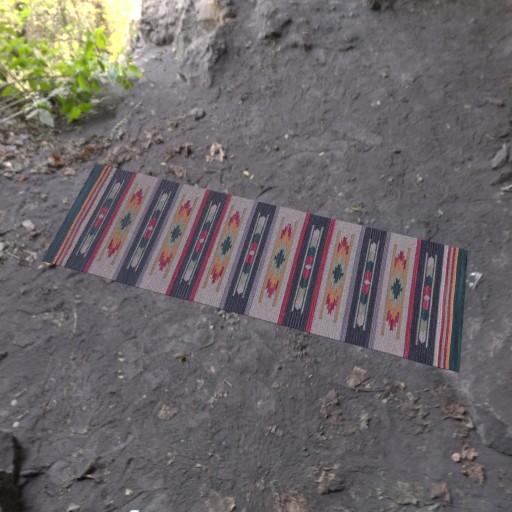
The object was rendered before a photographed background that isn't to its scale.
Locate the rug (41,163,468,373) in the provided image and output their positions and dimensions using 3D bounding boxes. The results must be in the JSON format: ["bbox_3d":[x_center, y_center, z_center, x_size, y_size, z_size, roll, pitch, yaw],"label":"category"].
[{"bbox_3d":[0.000,0.000,2.652,2.440,0.009,0.760,14,64,7],"label":"rug"}]
